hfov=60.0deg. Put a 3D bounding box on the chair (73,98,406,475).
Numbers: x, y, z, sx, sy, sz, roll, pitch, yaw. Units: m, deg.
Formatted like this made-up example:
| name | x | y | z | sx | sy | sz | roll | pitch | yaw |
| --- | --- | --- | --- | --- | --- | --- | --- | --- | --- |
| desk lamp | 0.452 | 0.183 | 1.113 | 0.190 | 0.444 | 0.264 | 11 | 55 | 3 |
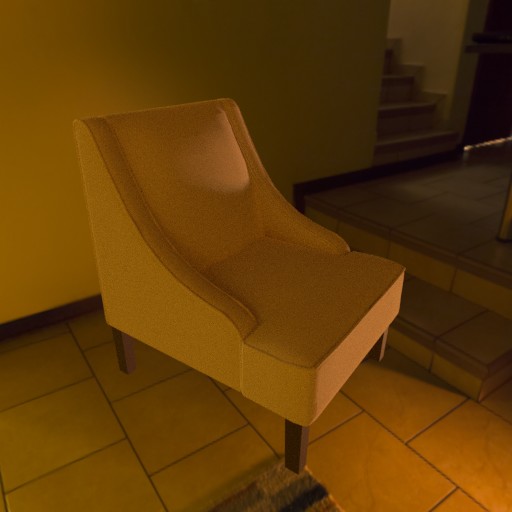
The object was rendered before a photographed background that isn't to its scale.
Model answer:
| name | x | y | z | sx | sy | sz | roll | pitch | yaw |
| --- | --- | --- | --- | --- | --- | --- | --- | --- | --- |
| chair | 0.000 | 0.000 | 1.454 | 0.806 | 0.886 | 0.689 | 17 | 30 | 32 |
